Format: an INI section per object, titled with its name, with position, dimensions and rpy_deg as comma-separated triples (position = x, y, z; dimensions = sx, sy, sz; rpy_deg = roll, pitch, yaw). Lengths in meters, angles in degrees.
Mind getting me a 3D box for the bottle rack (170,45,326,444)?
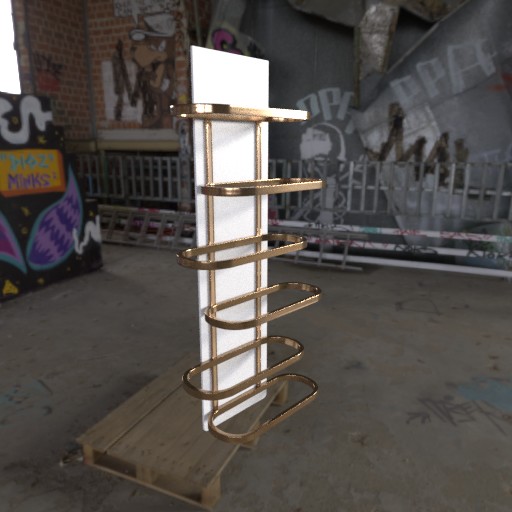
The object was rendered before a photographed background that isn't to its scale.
[bottle rack]
position = 0.000, 0.000, 0.822
dimensions = 0.118, 0.709, 0.332
rpy_deg = 13, 19, 42
